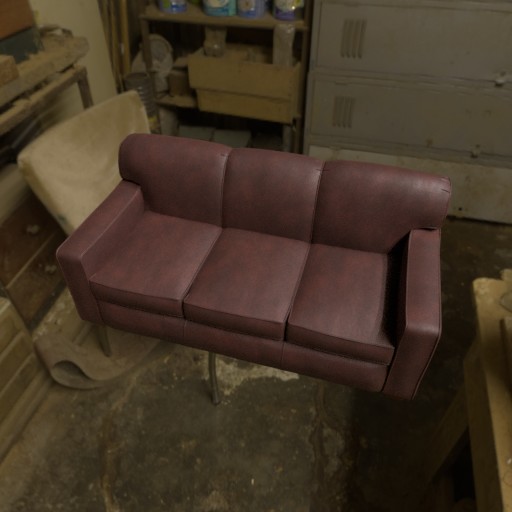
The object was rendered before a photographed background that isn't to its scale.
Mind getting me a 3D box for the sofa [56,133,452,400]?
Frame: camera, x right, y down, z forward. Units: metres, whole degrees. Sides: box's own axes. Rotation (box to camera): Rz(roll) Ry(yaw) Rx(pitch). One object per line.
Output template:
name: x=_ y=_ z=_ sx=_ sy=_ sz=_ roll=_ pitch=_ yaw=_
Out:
sofa: x=0.000 y=0.000 z=2.626 sx=2.039 sy=0.953 sz=1.008 roll=11 pitch=43 yaw=12
